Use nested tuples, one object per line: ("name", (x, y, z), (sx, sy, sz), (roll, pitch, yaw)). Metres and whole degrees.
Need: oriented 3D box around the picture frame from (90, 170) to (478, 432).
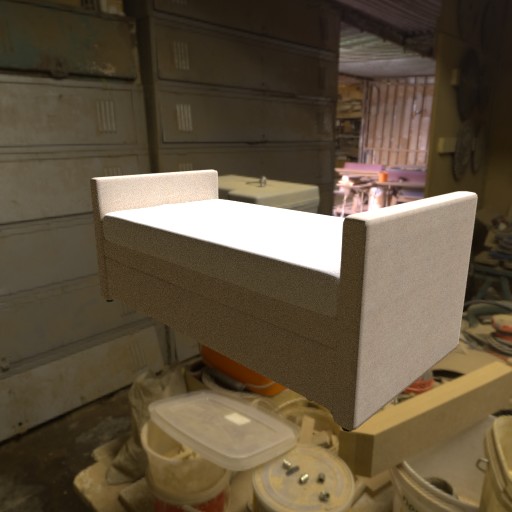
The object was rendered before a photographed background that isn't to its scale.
("picture frame", (0.000, 0.000, 2.754), (1.069, 0.891, 2.161), (-15, 21, -43))
